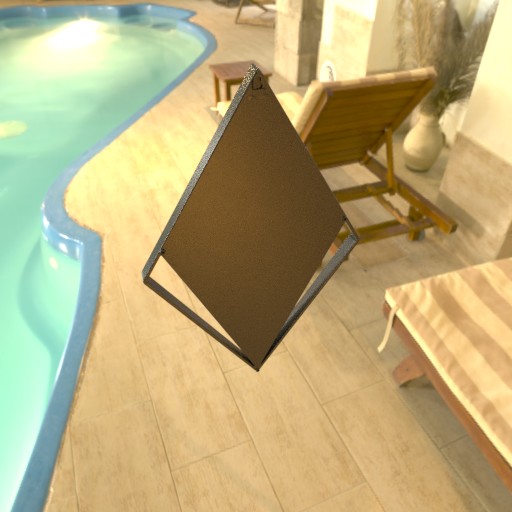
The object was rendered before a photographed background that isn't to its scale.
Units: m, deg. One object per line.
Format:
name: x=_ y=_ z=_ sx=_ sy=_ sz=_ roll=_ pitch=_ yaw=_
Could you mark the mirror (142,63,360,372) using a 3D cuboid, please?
mirror: x=0.000 y=0.000 z=0.829 sx=0.419 sy=0.679 sz=0.032 roll=-11 pitch=40 yaw=-13
